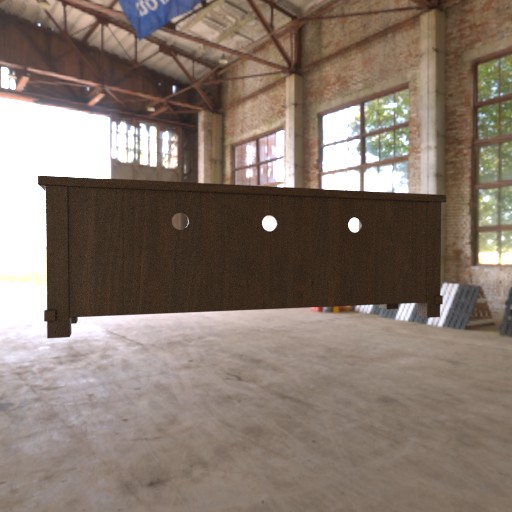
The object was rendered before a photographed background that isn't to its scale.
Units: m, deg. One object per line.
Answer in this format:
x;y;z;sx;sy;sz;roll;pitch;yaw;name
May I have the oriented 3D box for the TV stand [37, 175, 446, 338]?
0.000;0.000;2.163;1.866;0.615;0.471;0;0;-18;TV stand
